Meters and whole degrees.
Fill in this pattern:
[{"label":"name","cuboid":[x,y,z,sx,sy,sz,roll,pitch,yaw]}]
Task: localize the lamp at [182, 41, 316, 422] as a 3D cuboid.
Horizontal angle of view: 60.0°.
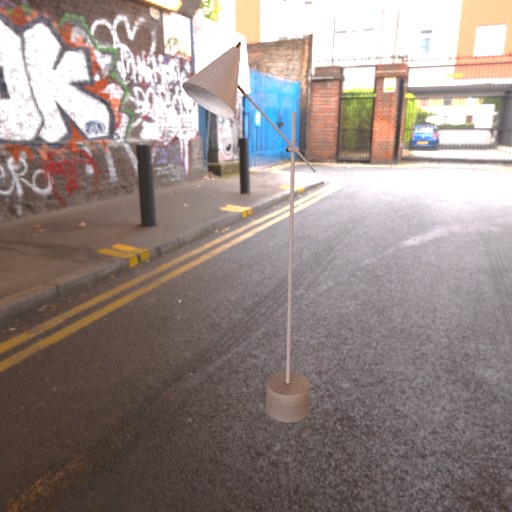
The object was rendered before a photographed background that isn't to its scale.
[{"label":"lamp","cuboid":[0.000,0.000,1.634,0.508,1.430,0.223,-8,18,-26]}]
